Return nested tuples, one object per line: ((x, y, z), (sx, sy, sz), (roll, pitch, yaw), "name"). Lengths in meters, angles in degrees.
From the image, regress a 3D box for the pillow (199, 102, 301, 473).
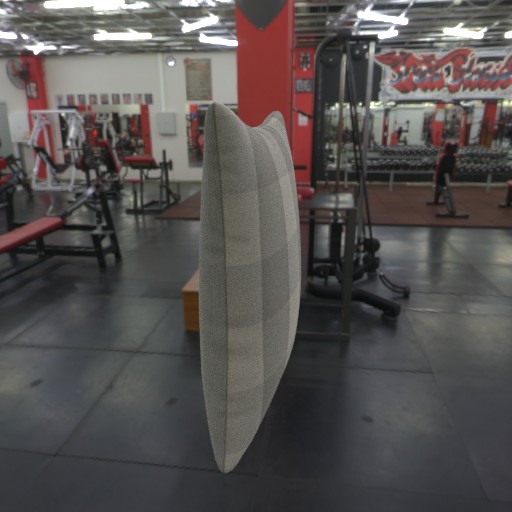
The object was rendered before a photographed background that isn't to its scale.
((0.000, 0.000, 0.802), (0.161, 0.509, 0.511), (3, 17, 10), "pillow")
